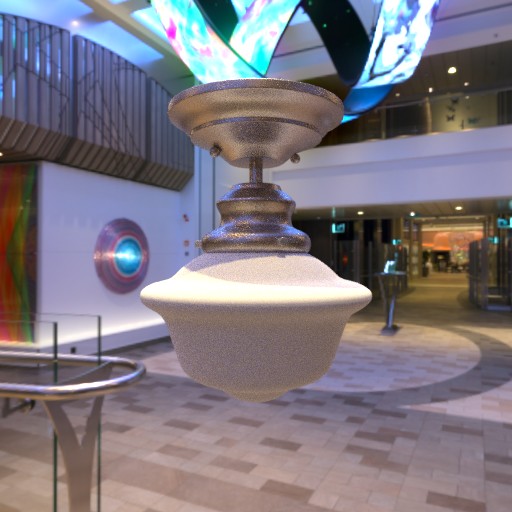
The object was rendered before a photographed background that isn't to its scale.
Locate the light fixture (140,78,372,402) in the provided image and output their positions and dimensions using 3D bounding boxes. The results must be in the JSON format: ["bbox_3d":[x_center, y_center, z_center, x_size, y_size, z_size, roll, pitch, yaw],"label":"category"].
[{"bbox_3d":[0.000,0.000,0.392,0.199,0.254,0.199,0,-1,0],"label":"light fixture"}]
